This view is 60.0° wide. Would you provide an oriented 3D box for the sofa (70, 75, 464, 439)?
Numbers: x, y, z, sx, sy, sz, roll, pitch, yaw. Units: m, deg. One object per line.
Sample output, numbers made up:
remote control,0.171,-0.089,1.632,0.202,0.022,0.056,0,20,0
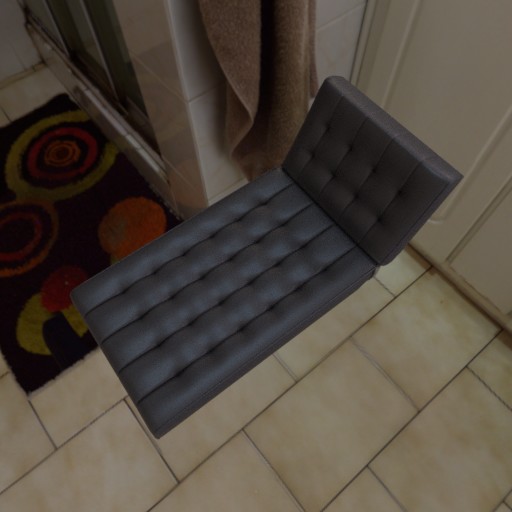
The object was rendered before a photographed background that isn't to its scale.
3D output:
sofa,0.000,0.000,2.018,1.560,0.820,0.760,-34,67,-16
